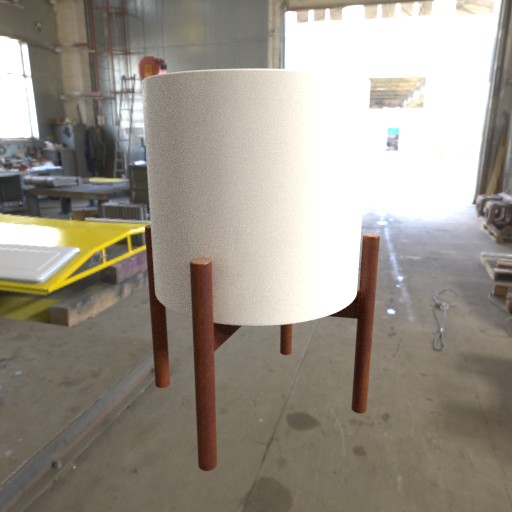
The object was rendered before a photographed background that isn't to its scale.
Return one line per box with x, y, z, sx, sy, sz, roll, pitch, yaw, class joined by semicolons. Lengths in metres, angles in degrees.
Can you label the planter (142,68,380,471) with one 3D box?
0.000;0.000;0.921;0.417;0.670;0.417;-8;18;-27;planter
